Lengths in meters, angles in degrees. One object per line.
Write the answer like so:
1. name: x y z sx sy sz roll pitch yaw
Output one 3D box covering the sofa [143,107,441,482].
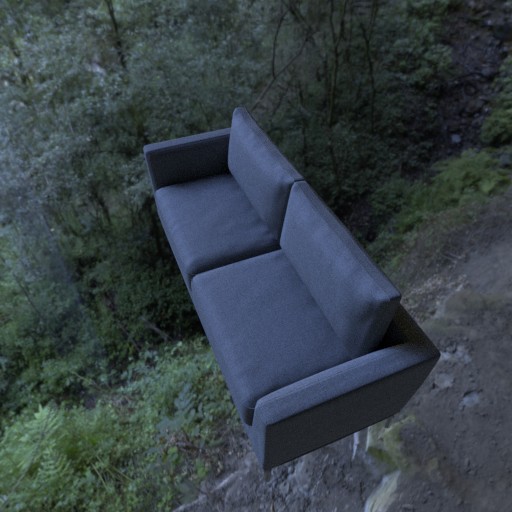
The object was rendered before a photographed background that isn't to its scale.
1. sofa: 0.000 0.000 2.711 0.869 1.002 2.212 -16 48 -16
